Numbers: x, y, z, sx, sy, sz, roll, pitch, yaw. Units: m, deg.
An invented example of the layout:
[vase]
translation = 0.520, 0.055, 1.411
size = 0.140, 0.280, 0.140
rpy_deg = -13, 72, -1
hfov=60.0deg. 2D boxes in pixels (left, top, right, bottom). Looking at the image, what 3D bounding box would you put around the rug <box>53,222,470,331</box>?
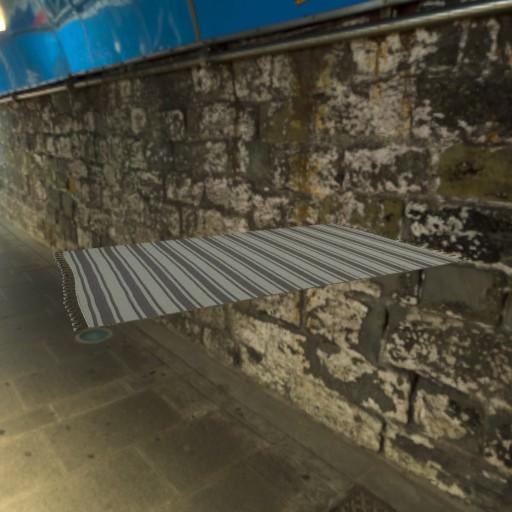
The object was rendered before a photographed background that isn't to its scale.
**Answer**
[rug]
translation = 0.000, 0.000, 2.558
size = 2.096, 0.011, 1.229
rpy_deg = -8, 17, -26
